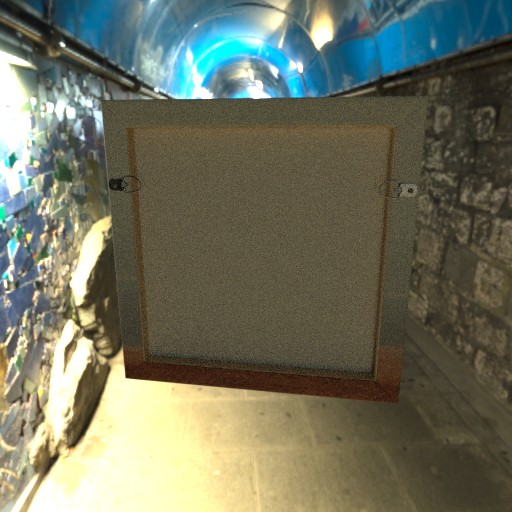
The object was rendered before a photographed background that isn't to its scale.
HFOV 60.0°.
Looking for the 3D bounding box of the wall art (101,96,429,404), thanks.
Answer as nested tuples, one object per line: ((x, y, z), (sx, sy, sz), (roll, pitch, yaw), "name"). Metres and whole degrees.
((0.000, 0.000, 0.900), (0.605, 0.605, 0.034), (3, 16, 9), "wall art")
